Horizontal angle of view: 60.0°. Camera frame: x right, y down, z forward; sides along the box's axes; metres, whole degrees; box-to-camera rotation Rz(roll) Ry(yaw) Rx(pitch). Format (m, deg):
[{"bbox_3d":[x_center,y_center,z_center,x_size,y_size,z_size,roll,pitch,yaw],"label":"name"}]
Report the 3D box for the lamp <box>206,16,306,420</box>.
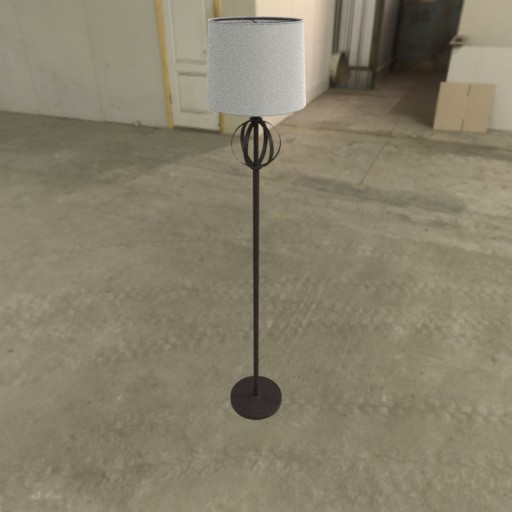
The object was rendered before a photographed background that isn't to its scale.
[{"bbox_3d":[0.000,0.000,1.550,0.286,1.462,0.286,-22,38,-32],"label":"lamp"}]
